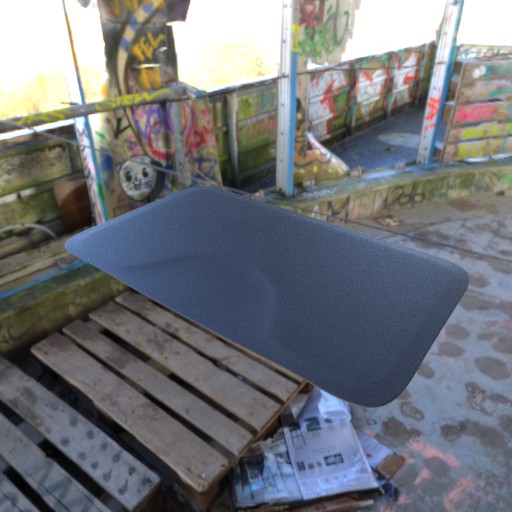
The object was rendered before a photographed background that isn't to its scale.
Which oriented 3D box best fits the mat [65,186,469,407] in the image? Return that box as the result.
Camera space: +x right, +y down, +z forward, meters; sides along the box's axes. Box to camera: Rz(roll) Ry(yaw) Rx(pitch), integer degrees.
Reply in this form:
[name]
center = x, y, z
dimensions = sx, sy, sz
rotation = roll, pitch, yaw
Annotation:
[mat]
center = 0.000, 0.000, 1.835
dimensions = 1.524, 0.013, 0.918
rotation = 22, 37, 32
